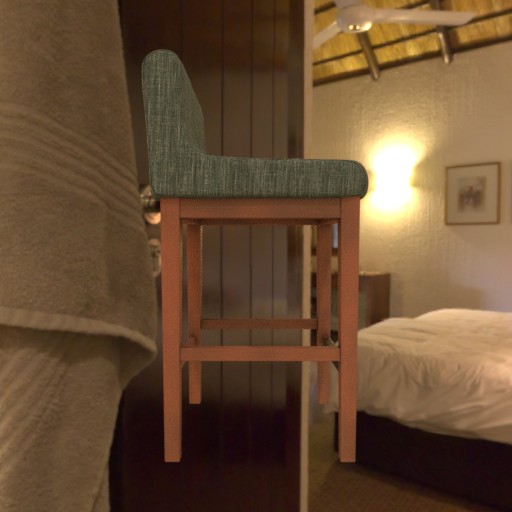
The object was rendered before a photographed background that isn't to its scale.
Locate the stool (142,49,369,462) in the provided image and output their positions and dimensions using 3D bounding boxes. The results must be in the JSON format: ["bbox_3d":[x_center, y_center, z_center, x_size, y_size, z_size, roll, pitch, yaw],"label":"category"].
[{"bbox_3d":[0.000,0.000,1.072,0.459,0.835,0.395,0,2,0],"label":"stool"}]
